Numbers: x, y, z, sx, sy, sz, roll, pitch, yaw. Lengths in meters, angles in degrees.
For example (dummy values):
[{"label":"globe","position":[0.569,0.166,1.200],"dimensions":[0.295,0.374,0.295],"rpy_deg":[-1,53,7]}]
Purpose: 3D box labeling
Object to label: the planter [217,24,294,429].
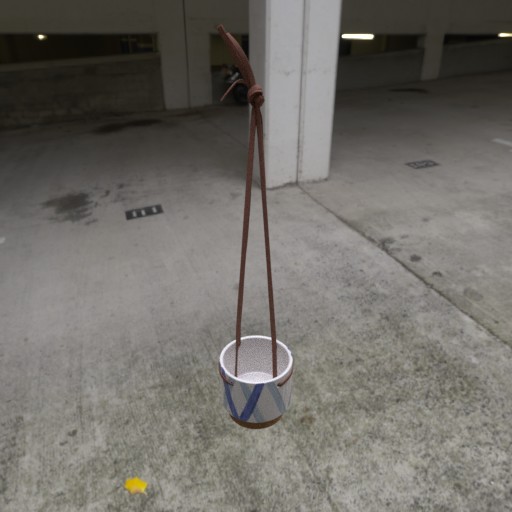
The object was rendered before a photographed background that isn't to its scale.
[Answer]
[{"label":"planter","position":[0.000,0.000,0.814],"dimensions":[0.157,0.753,0.153],"rpy_deg":[-9,28,-17]}]
